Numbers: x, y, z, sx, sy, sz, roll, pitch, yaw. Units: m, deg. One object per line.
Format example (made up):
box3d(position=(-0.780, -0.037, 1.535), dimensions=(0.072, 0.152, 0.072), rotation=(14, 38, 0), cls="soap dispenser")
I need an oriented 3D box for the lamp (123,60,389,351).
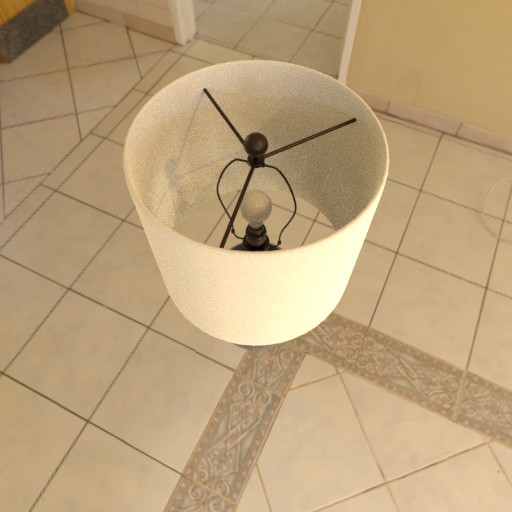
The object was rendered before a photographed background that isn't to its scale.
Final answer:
box3d(position=(0.000, 0.000, 0.784), dimensions=(0.329, 0.570, 0.329), rotation=(14, 60, 8), cls="lamp")
